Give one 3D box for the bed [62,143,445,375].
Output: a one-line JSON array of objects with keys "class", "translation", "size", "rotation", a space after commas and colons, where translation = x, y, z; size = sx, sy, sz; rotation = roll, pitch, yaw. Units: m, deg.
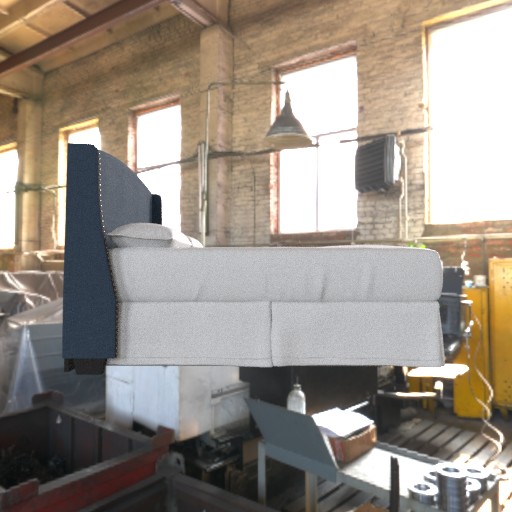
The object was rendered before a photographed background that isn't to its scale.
[{"class": "bed", "translation": [0.000, 0.000, 3.372], "size": [2.237, 1.407, 1.710], "rotation": [0, -2, 0]}]
